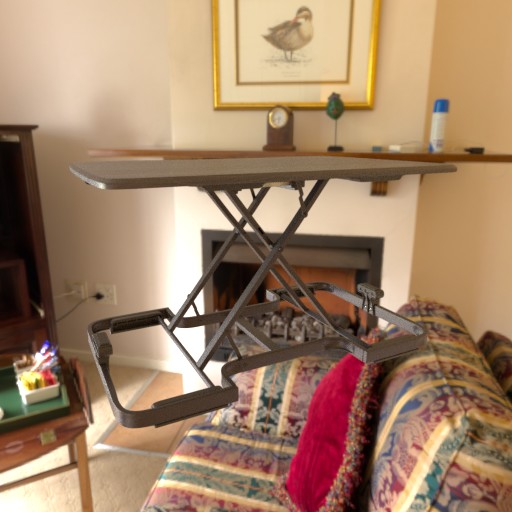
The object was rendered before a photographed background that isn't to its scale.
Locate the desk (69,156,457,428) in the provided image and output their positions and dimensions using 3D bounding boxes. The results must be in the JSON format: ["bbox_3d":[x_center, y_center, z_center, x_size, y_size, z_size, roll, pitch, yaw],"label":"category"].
[{"bbox_3d":[0.000,0.000,1.143,0.820,0.470,0.546,-8,17,-26],"label":"desk"}]
